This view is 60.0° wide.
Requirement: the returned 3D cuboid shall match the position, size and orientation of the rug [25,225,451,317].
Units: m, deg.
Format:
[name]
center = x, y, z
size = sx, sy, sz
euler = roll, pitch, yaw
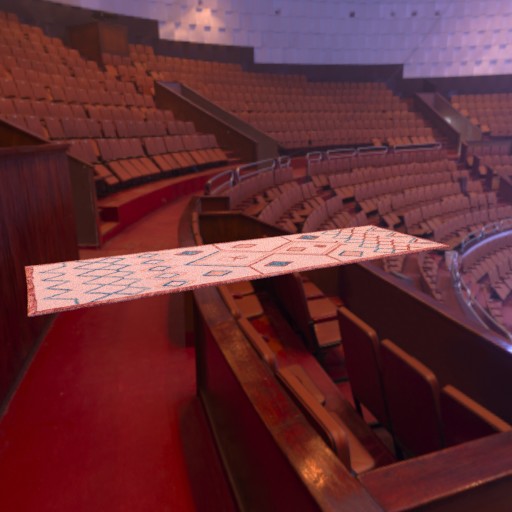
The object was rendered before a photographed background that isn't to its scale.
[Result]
[rug]
center = 0.000, 0.000, 2.623
size = 2.435, 0.011, 0.750
euler = -8, 17, -26
